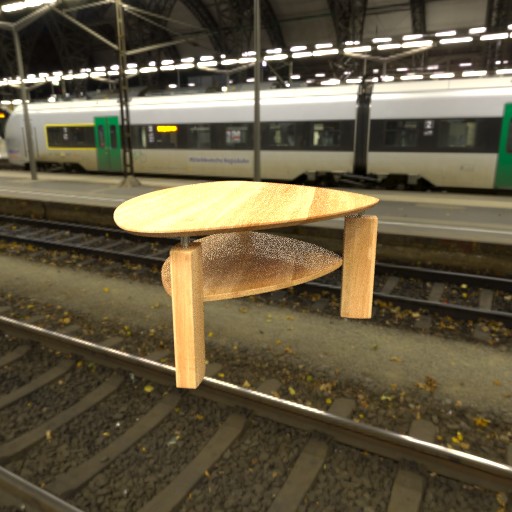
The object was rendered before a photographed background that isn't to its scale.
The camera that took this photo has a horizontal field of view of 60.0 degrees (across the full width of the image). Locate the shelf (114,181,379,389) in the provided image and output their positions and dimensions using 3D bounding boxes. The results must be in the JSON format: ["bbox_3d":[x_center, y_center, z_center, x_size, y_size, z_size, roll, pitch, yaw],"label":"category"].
[{"bbox_3d":[0.000,0.000,1.655,0.863,0.439,1.240,2,15,7],"label":"shelf"}]
